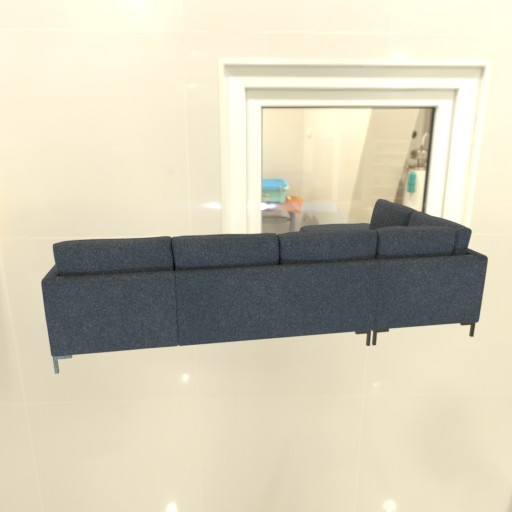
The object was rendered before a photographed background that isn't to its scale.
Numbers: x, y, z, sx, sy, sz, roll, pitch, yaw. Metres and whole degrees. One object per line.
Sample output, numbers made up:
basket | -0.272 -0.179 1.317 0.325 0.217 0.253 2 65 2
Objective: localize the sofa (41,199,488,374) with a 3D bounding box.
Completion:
sofa | 0.000 0.000 3.790 2.956 0.813 2.007 -3 16 -10
